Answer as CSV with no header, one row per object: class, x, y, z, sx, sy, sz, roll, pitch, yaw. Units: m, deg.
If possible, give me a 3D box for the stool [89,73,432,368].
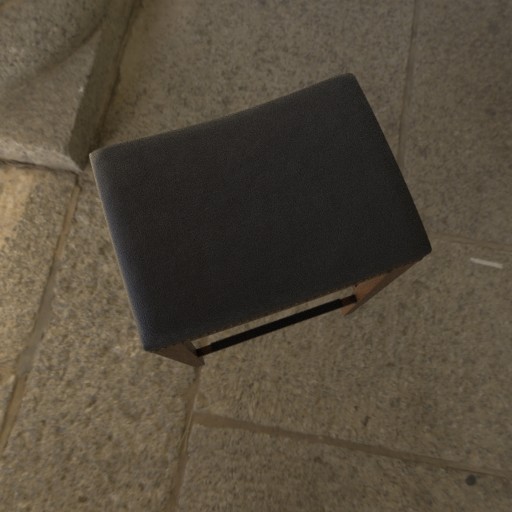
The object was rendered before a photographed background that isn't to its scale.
stool,0.000,0.000,1.016,0.500,0.765,0.361,-19,77,-4
